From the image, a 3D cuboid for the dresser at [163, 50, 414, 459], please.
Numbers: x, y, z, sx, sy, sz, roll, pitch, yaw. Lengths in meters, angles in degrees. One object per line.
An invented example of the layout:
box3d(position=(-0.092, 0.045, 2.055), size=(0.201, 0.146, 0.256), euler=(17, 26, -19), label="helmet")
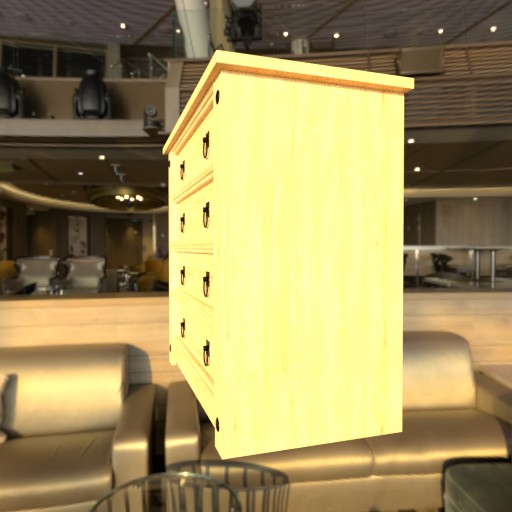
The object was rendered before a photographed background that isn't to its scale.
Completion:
box3d(position=(0.000, 0.000, 1.218), size=(0.410, 0.730, 0.800), euler=(0, 1, -18), label="dresser")
